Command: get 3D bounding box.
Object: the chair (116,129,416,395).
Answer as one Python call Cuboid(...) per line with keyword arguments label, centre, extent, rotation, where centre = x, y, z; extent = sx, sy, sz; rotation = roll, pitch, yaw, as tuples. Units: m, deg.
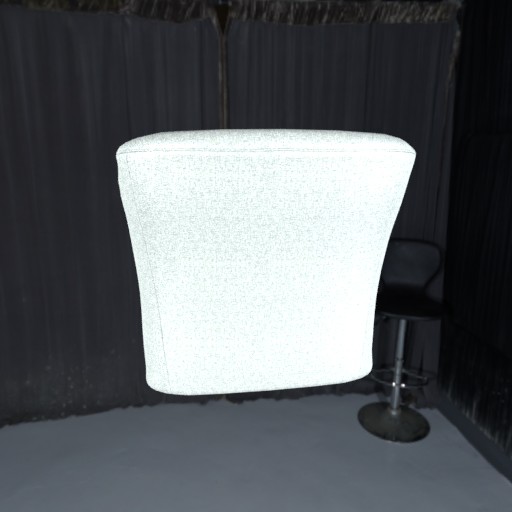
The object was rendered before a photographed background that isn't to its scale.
Cuboid(label="chair", centre=(0.000, 0.000, 1.633), extent=(0.864, 0.856, 0.923), rotation=(-2, 13, -9))
